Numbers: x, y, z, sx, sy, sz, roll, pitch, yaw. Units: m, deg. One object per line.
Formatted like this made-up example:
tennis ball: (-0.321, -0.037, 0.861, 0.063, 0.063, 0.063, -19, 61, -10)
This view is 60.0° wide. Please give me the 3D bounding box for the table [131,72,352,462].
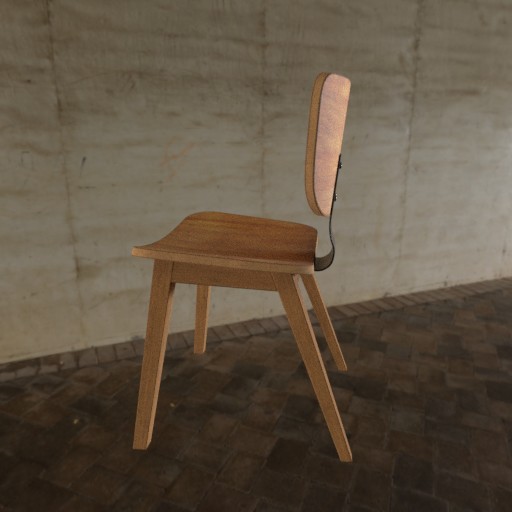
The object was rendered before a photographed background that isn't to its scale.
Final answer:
table: (0.000, 0.000, 1.110, 0.500, 0.805, 0.499, 3, 15, 9)
